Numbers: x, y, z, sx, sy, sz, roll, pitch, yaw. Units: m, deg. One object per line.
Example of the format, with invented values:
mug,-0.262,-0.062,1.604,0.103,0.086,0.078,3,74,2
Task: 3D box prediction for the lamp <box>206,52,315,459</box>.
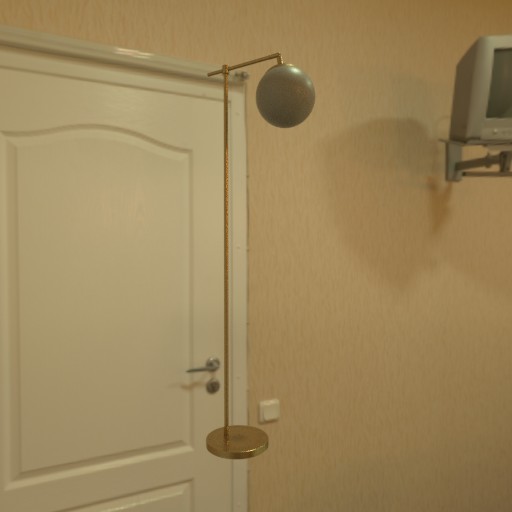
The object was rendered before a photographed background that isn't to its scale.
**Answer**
lamp,0.000,0.000,1.696,0.476,1.505,0.249,1,2,35
